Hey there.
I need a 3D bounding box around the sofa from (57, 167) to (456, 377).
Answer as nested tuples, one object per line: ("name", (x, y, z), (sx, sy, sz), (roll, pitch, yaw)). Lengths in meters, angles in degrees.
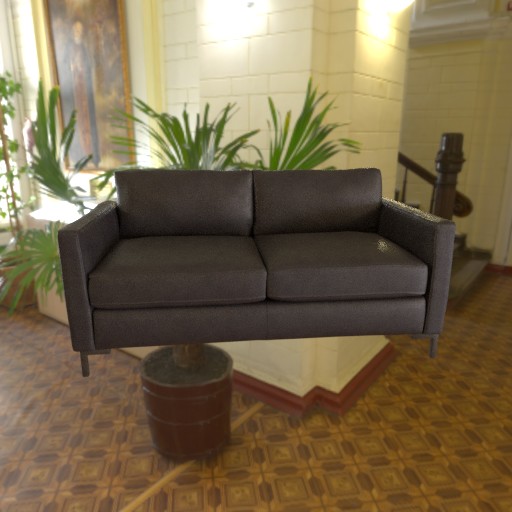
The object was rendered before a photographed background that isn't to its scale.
("sofa", (0.000, 0.000, 2.381), (1.805, 0.883, 0.947), (-2, 16, -8))
